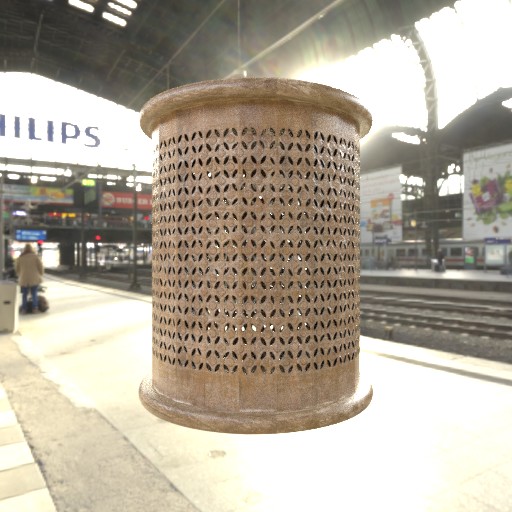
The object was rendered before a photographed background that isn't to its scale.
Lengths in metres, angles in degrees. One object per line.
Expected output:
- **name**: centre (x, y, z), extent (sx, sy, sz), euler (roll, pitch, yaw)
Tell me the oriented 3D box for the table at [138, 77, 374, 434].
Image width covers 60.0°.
- **table**: centre (0.000, 0.000, 0.794), extent (0.407, 0.482, 0.407), euler (0, 0, 0)
